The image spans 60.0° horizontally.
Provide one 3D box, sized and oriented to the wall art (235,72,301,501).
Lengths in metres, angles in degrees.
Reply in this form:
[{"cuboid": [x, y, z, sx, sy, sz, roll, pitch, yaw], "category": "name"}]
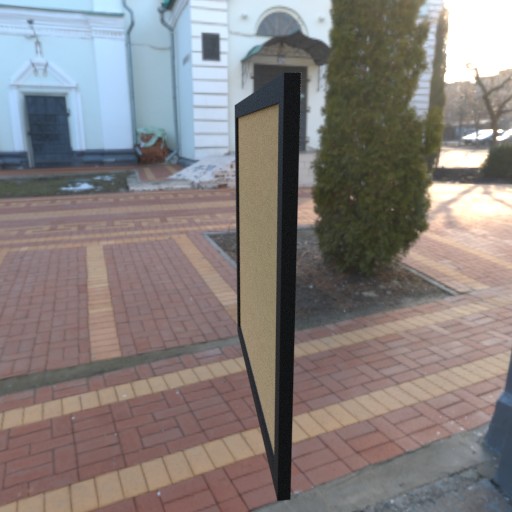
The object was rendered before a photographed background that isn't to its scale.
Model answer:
[{"cuboid": [0.000, 0.000, 0.520, 0.012, 0.357, 0.358, -2, 16, -8], "category": "wall art"}]
